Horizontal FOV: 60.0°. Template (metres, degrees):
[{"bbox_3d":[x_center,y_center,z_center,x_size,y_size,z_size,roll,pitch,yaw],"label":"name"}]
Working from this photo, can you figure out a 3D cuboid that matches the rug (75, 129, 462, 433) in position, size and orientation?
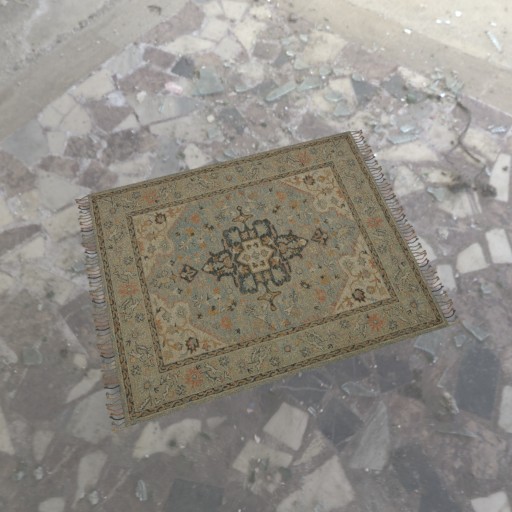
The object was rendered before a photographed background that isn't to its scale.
[{"bbox_3d":[0.000,0.000,3.560,2.651,0.010,1.971,-15,65,-7],"label":"rug"}]
